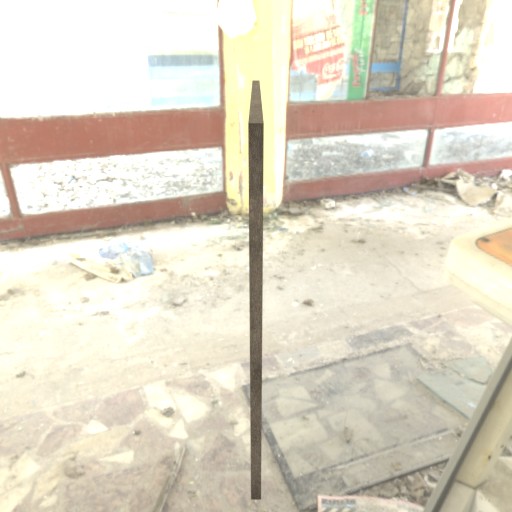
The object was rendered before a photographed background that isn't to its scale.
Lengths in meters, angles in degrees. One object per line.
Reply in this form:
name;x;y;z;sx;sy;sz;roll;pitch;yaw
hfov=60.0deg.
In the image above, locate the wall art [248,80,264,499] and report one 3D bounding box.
wall art;0.000;0.000;0.662;0.013;0.457;0.457;0;26;0
